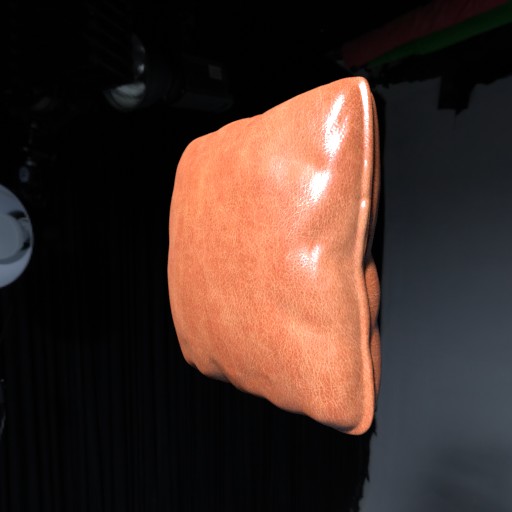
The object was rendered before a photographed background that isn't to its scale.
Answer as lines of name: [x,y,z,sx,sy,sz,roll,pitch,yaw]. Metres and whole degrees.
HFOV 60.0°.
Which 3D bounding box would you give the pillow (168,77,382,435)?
pillow: [0.000,0.000,0.816,0.236,0.523,0.532,-1,1,-36]
